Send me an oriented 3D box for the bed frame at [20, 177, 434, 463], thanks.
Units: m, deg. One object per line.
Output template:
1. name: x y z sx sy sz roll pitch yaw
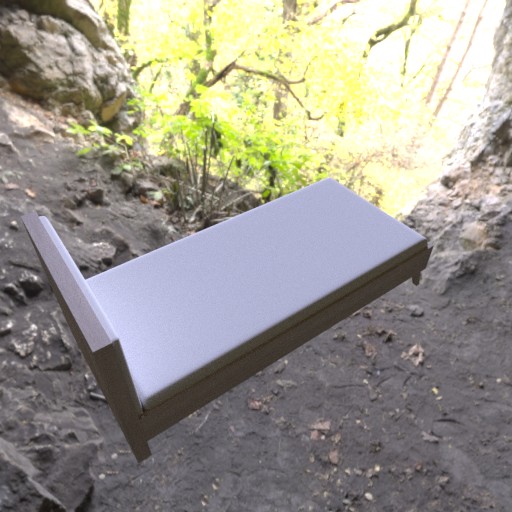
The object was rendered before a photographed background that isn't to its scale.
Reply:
1. bed frame: 0.000 0.000 2.649 2.140 0.920 0.990 -26 48 -26
